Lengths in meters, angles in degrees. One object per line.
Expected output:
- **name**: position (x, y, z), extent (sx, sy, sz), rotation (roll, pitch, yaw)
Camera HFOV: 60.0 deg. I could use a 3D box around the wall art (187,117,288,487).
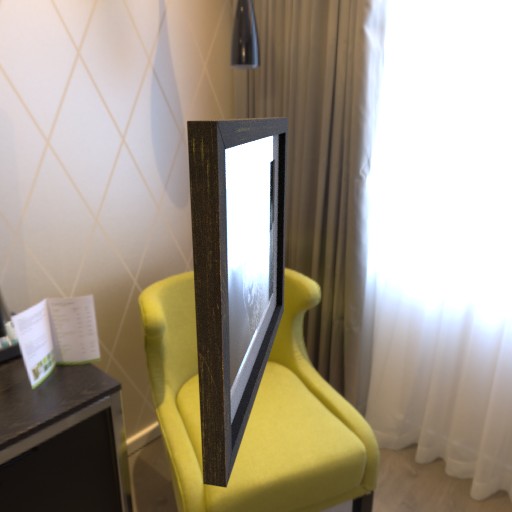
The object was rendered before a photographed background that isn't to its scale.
- **wall art**: position (0.000, 0.000, 0.772), extent (0.032, 0.457, 0.558), rotation (3, 18, 11)
